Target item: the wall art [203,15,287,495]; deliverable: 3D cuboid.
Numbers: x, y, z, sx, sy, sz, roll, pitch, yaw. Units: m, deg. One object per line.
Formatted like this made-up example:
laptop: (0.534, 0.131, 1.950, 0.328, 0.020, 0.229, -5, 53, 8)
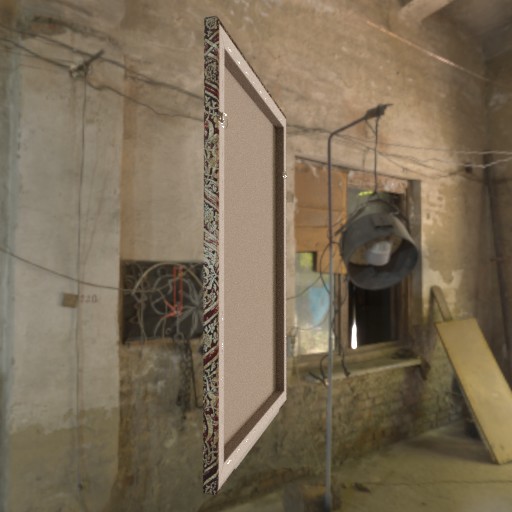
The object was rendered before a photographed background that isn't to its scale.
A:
wall art: (0.000, 0.000, 1.125, 0.030, 0.904, 0.599, 0, -1, 17)
